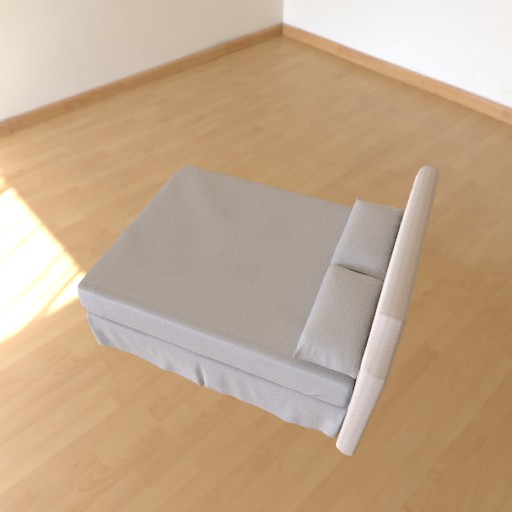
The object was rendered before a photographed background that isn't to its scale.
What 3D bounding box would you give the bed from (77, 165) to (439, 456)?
[{"bbox_3d":[0.000,0.000,3.334,2.164,1.297,1.828,17,49,15],"label":"bed"}]
